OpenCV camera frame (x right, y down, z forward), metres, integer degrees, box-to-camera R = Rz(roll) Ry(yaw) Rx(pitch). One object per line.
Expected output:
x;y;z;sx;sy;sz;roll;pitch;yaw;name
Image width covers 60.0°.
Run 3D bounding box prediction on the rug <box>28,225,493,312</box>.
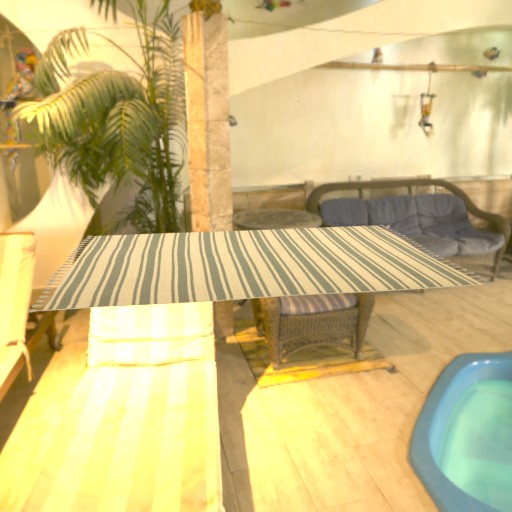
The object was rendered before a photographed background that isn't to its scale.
0.000;0.000;2.500;2.084;0.009;1.222;-3;17;-8;rug
